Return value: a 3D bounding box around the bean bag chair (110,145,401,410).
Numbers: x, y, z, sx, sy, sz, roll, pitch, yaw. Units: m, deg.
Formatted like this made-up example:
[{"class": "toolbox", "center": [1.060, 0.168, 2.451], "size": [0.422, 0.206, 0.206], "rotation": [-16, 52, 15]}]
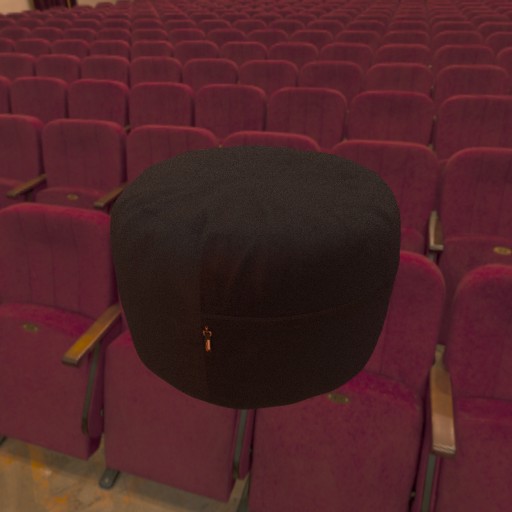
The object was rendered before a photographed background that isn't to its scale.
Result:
[{"class": "bean bag chair", "center": [0.000, 0.000, 1.996], "size": [1.219, 0.762, 1.219], "rotation": [0, 30, 0]}]
